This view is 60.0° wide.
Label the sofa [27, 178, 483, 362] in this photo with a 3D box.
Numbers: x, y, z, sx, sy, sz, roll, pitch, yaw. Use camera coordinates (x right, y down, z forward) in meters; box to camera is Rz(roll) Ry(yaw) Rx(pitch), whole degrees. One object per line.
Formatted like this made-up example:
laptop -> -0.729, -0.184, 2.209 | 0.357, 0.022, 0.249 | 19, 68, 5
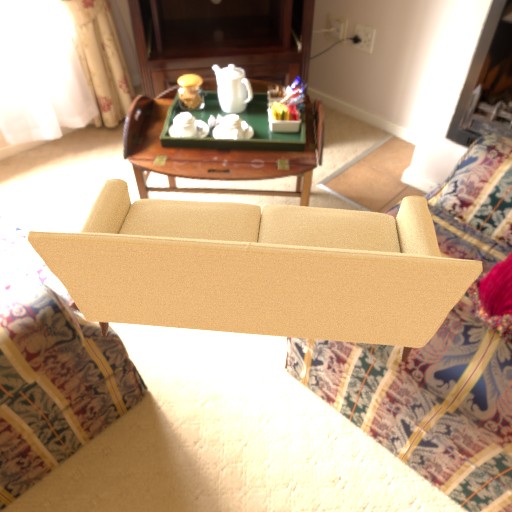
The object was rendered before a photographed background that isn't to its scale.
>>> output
sofa -> 0.000, 0.000, 2.518 | 2.001, 0.907, 0.841 | 4, 46, 4
